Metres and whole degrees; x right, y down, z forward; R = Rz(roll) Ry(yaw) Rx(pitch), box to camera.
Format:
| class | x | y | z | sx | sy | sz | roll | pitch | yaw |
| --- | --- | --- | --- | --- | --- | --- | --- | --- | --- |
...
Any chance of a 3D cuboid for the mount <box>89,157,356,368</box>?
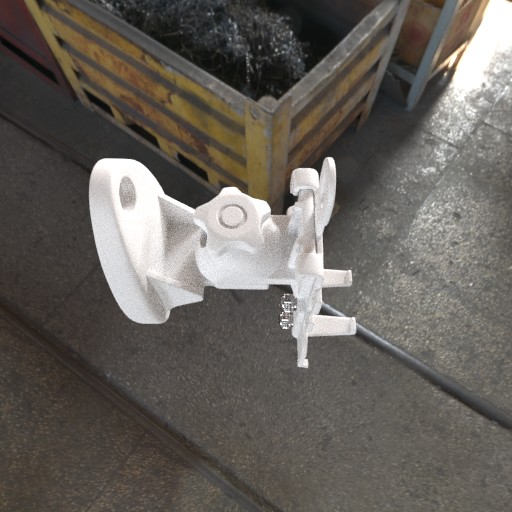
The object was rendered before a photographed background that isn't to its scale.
| class | x | y | z | sx | sy | sz | roll | pitch | yaw |
| --- | --- | --- | --- | --- | --- | --- | --- | --- | --- |
| mount | 0.000 | 0.000 | 0.182 | 0.100 | 0.118 | 0.066 | 1 | 64 | 0 |
